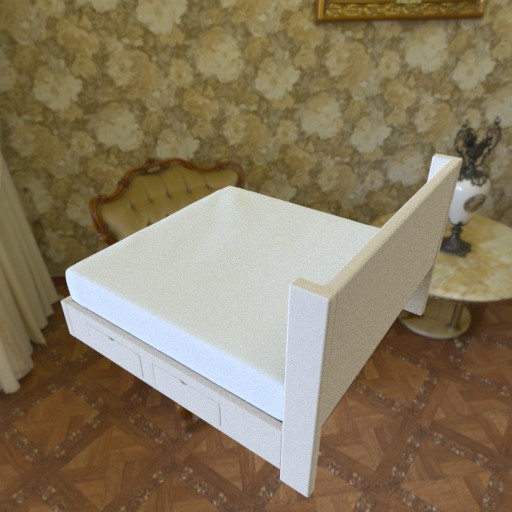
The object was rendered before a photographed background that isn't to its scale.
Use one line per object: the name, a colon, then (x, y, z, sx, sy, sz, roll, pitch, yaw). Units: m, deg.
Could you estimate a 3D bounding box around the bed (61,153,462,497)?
bed: (0.000, 0.000, 3.519, 2.293, 1.471, 2.145, 21, 37, 30)
